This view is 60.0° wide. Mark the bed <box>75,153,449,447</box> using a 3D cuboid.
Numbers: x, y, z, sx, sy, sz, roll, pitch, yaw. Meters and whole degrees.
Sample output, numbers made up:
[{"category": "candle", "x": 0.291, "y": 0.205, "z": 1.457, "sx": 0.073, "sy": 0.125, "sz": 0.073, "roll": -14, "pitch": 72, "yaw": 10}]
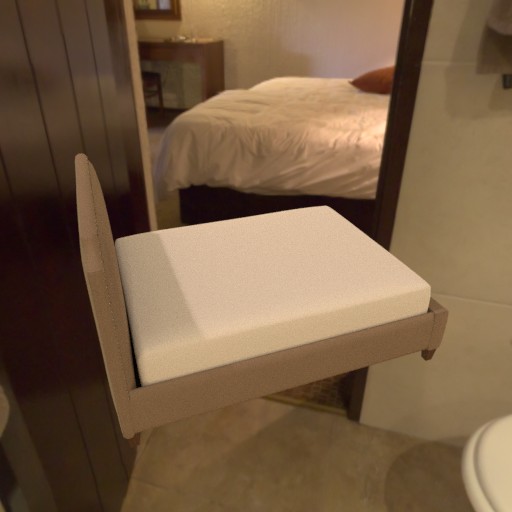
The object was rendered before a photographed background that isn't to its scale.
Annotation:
[{"category": "bed", "x": 0.000, "y": 0.000, "z": 3.398, "sx": 2.372, "sy": 1.443, "sz": 1.713, "roll": -10, "pitch": 31, "yaw": -18}]
